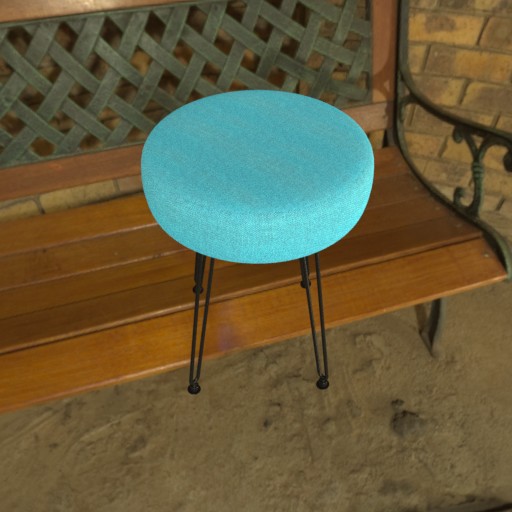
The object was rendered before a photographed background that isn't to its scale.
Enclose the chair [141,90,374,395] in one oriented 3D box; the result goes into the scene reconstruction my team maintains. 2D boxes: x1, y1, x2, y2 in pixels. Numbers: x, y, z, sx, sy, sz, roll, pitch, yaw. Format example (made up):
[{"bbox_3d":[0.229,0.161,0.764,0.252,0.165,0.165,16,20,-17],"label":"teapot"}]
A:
[{"bbox_3d":[0.000,0.000,0.715,0.350,0.440,0.350,33,55,27],"label":"chair"}]
